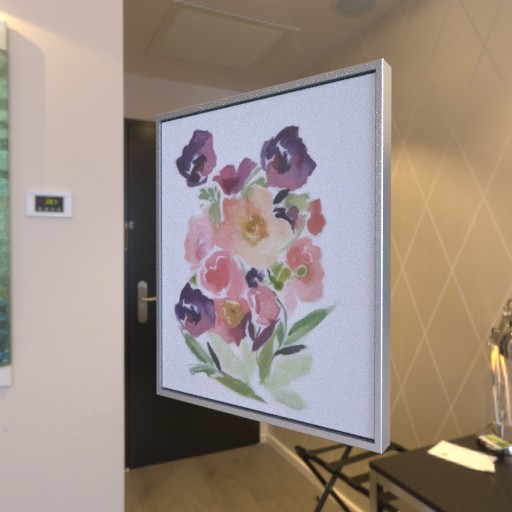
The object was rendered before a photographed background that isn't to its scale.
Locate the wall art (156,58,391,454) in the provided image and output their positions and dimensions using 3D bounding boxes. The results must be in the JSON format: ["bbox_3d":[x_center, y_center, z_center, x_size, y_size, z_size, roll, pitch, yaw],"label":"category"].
[{"bbox_3d":[0.000,0.000,0.759,0.452,0.549,0.038,0,1,35],"label":"wall art"}]
